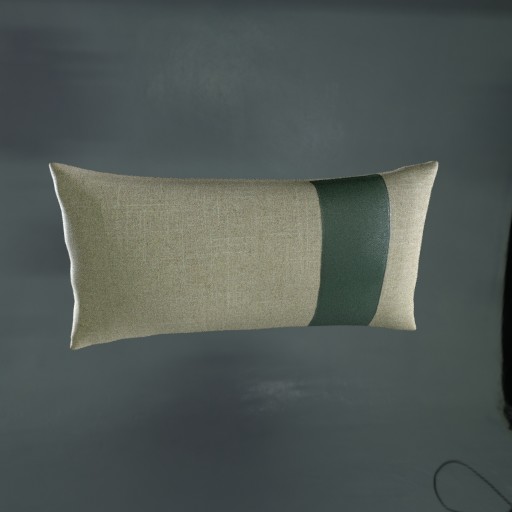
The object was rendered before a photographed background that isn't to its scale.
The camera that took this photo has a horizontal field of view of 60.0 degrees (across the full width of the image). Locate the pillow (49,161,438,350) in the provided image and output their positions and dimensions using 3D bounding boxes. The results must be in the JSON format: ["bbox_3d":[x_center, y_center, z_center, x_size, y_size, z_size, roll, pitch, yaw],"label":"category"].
[{"bbox_3d":[0.000,0.000,1.022,0.859,0.429,0.197,-2,15,-8],"label":"pillow"}]
